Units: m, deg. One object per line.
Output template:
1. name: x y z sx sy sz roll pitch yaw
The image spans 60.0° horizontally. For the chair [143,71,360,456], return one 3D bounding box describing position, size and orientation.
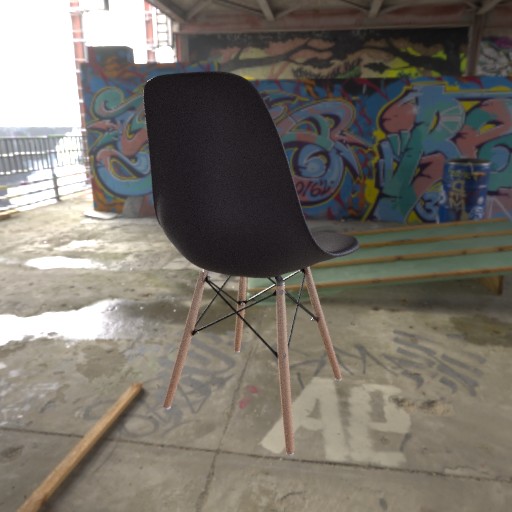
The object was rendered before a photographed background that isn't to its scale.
1. chair: 0.000 0.000 1.138 0.470 0.825 0.533 9 18 28
